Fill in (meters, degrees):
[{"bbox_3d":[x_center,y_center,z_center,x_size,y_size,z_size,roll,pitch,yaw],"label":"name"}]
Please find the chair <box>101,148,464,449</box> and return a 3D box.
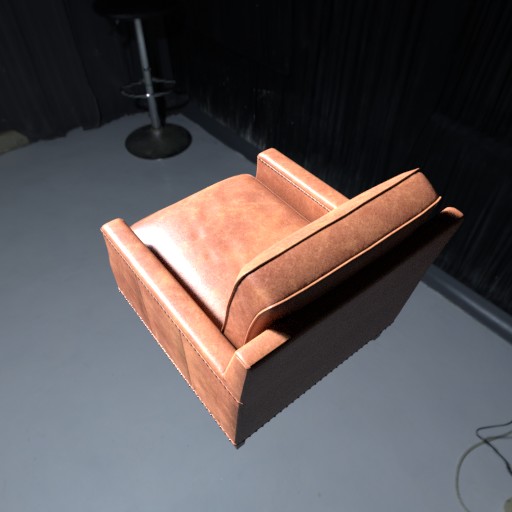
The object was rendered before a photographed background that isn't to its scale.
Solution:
[{"bbox_3d":[0.000,0.000,1.690,0.853,0.943,1.014,-30,54,-25],"label":"chair"}]
